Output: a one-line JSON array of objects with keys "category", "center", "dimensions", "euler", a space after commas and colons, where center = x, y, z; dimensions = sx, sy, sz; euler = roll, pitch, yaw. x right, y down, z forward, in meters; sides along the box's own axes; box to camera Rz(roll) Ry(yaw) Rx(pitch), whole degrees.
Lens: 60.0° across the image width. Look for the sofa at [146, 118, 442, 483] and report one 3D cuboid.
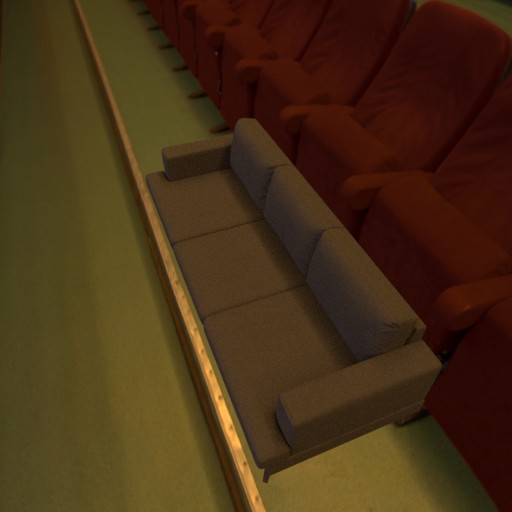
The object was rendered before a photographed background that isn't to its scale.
[{"category": "sofa", "center": [0.000, 0.000, 2.757], "dimensions": [0.920, 0.810, 2.310], "euler": [-16, 47, -15]}]
